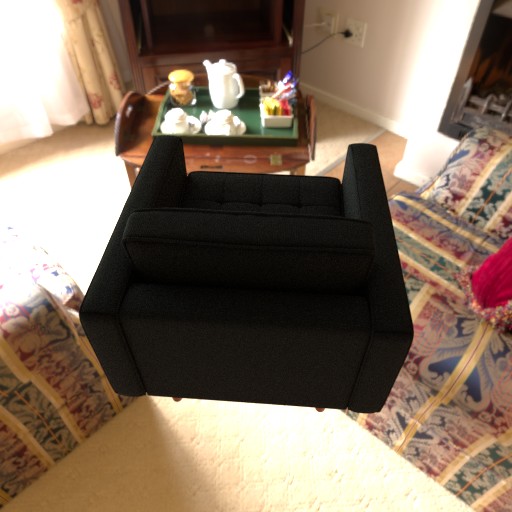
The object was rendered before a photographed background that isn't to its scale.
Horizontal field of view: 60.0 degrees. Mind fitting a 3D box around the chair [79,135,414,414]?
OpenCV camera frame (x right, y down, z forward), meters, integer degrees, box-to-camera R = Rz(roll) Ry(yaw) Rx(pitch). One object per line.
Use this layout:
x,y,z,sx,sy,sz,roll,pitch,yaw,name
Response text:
0.000,0.000,1.596,0.899,0.770,0.920,3,46,3,chair
